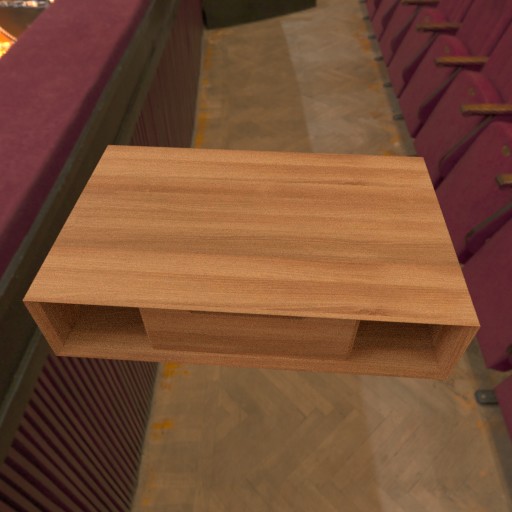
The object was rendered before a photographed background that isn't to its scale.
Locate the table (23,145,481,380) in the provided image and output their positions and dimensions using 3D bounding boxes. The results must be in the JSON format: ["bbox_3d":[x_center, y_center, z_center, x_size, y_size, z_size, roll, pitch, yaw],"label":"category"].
[{"bbox_3d":[0.000,0.000,1.422,1.100,0.330,0.700,3,46,3],"label":"table"}]
